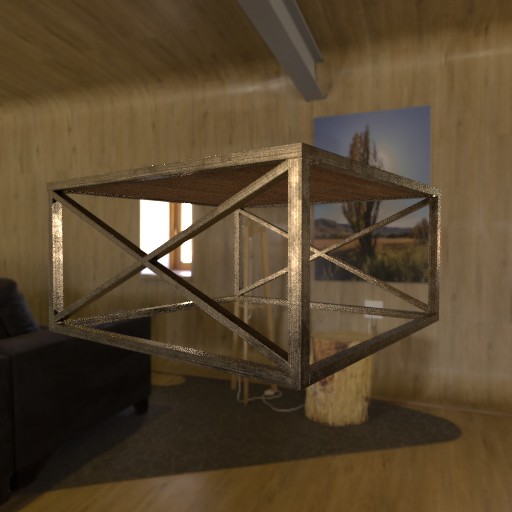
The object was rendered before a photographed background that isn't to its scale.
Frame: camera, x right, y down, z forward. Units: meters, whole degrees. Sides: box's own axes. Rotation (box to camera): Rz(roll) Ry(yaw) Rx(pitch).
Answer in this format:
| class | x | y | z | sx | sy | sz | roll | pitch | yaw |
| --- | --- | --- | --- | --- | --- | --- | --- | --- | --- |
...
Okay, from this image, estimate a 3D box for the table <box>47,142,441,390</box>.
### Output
| class | x | y | z | sx | sy | sz | roll | pitch | yaw |
| --- | --- | --- | --- | --- | --- | --- | --- | --- | --- |
| table | 0.000 | 0.000 | 1.435 | 0.899 | 0.451 | 0.909 | 1 | 2 | 37 |
